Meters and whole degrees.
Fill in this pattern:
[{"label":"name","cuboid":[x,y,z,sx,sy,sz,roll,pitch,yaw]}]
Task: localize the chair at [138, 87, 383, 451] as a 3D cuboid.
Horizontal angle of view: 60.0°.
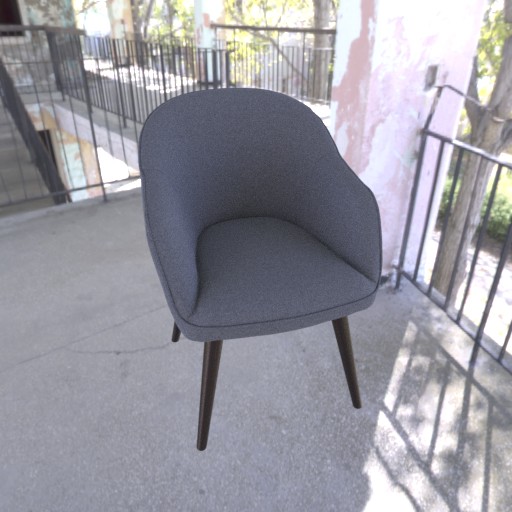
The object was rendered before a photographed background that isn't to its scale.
[{"label":"chair","cuboid":[0.000,0.000,1.245,0.589,0.810,0.611,-9,30,-15]}]
